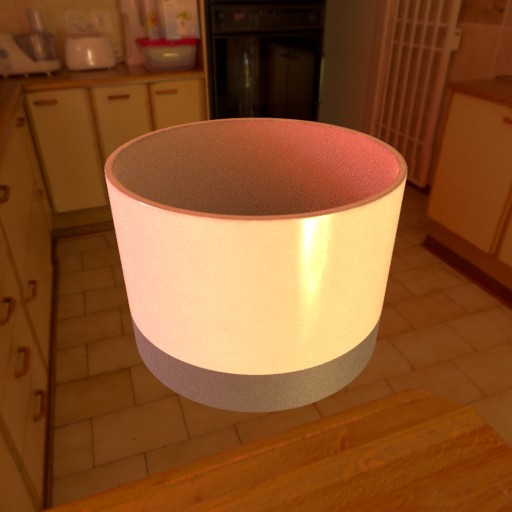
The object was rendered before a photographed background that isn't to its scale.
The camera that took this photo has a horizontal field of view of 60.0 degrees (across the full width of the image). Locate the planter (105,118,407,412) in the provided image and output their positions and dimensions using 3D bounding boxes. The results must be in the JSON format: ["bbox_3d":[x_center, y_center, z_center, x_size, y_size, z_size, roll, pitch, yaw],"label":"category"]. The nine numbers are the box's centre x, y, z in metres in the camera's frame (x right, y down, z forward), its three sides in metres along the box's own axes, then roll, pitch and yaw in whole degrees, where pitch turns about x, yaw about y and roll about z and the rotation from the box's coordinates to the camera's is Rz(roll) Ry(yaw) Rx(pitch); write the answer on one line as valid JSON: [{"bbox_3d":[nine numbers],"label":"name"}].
[{"bbox_3d":[0.000,0.000,0.222,0.128,0.105,0.128,0,31,0],"label":"planter"}]
